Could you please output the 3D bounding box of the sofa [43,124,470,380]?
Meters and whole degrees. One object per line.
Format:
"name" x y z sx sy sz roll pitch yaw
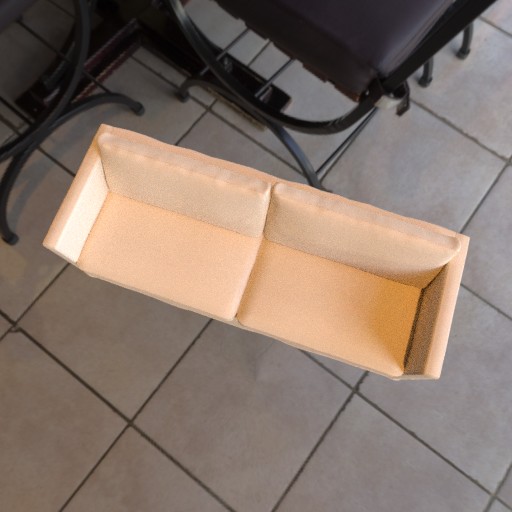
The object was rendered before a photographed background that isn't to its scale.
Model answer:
"sofa" 0.000 0.000 3.327 2.779 0.999 1.036 18 75 5
